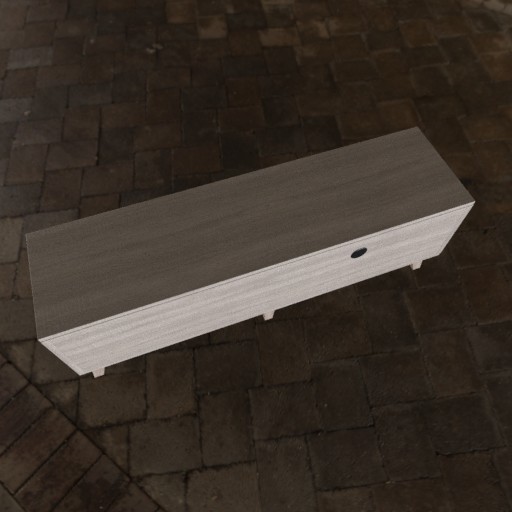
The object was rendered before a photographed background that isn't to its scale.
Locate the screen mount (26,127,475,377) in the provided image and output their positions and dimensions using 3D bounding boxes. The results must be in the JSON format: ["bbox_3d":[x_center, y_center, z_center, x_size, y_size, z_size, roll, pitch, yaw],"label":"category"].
[{"bbox_3d":[0.000,0.000,1.739,1.500,0.509,0.401,-17,61,-10],"label":"screen mount"}]
